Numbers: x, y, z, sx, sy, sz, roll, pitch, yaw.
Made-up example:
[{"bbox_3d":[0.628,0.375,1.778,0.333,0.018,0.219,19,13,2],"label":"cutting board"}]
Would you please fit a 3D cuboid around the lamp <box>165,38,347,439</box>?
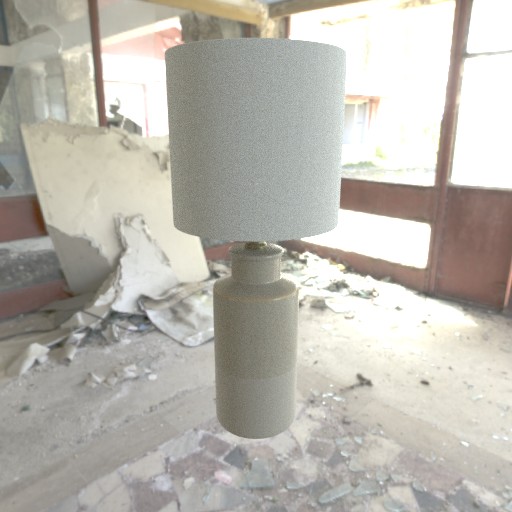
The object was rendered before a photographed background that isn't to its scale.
[{"bbox_3d":[0.000,0.000,0.591,0.212,0.493,0.212,-2,16,-8],"label":"lamp"}]
